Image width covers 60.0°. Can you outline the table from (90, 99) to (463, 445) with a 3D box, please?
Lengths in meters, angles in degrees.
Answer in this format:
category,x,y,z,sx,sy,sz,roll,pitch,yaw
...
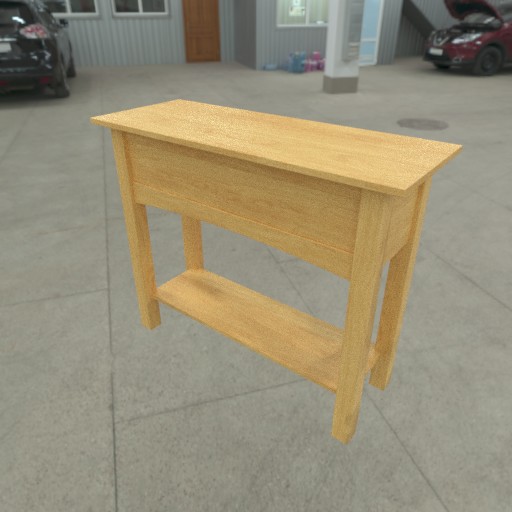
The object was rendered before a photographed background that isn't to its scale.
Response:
category,x,y,z,sx,sy,sz,roll,pitch,yaw
table,0.000,0.000,1.288,0.900,0.728,0.340,21,36,32
